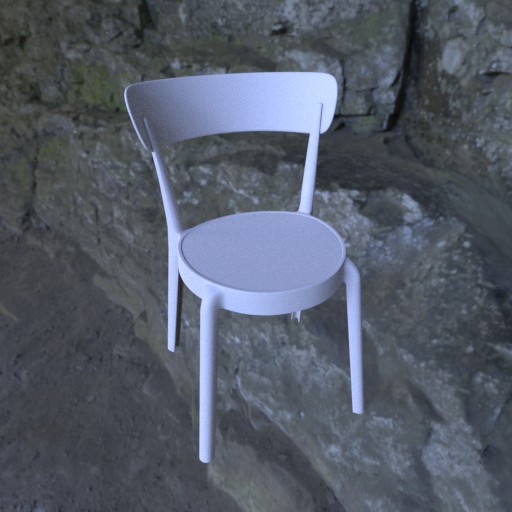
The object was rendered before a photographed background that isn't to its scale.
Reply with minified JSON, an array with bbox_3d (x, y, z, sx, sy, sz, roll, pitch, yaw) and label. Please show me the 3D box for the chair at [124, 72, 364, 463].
[{"bbox_3d":[0.000,0.000,1.109,0.506,0.790,0.491,-11,33,-17],"label":"chair"}]
